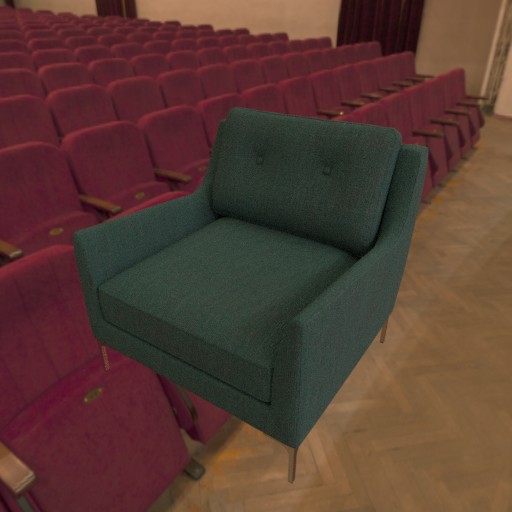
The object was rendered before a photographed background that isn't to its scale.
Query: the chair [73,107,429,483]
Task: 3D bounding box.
[{"bbox_3d":[0.000,0.000,1.516,0.847,0.828,0.849,18,34,29],"label":"chair"}]
